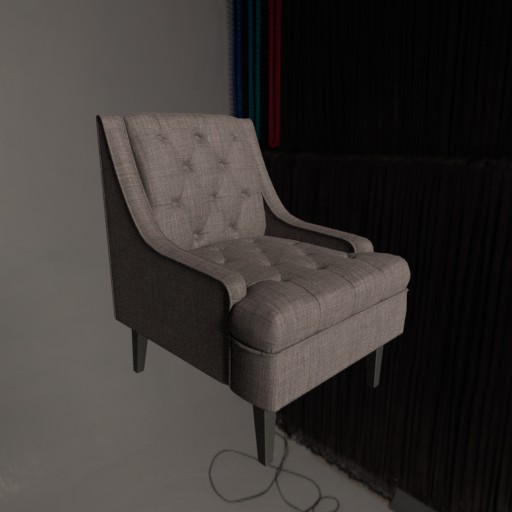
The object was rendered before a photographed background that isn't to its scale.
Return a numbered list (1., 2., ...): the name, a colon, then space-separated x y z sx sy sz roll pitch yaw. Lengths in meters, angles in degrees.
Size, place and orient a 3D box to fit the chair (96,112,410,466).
1. chair: 0.000 0.000 1.420 0.655 0.891 0.771 -15 21 -42
